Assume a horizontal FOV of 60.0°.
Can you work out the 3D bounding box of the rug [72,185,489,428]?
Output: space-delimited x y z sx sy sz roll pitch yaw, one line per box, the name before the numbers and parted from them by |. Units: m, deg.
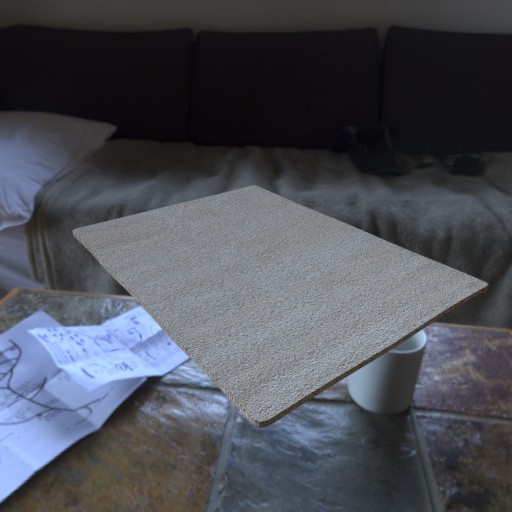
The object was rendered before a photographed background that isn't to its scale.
rug | 0.000 0.000 2.062 1.199 0.025 1.600 -19 33 -33
